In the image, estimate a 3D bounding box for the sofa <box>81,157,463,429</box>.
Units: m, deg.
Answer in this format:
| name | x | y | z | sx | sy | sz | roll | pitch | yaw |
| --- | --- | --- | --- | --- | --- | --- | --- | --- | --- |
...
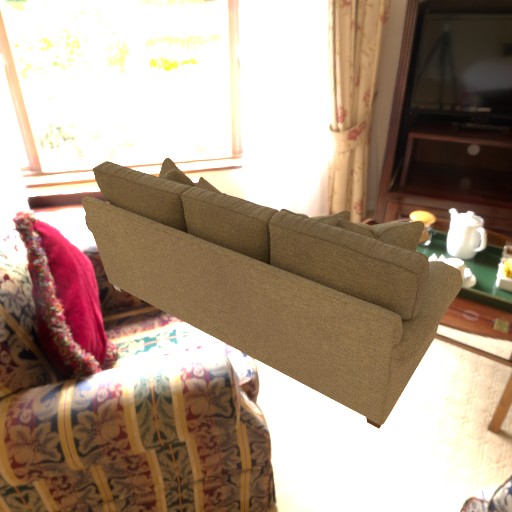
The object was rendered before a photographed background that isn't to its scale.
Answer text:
| name | x | y | z | sx | sy | sz | roll | pitch | yaw |
| --- | --- | --- | --- | --- | --- | --- | --- | --- | --- |
| sofa | 0.000 | 0.000 | 2.809 | 2.312 | 0.975 | 0.965 | 21 | 36 | 31 |
